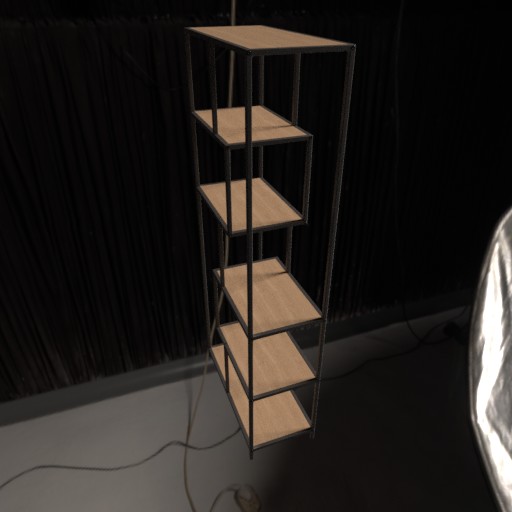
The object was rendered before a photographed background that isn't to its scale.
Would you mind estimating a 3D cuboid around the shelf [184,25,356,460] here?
[{"bbox_3d":[0.000,0.000,2.062,0.350,1.850,0.770,-11,33,-18],"label":"shelf"}]
